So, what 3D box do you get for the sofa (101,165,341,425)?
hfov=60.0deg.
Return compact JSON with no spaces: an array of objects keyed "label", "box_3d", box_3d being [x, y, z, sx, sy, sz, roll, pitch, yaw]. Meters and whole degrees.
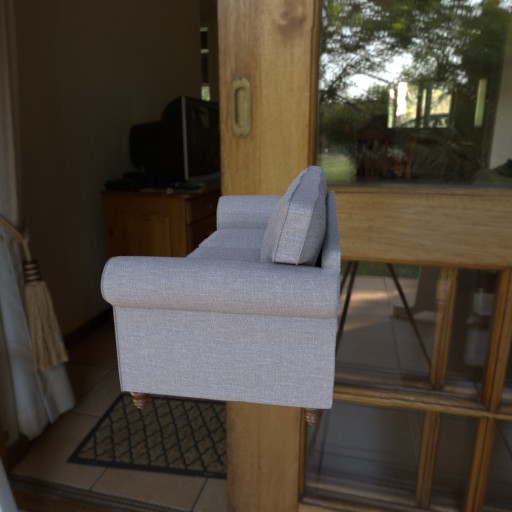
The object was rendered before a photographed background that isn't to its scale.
[{"label":"sofa","box_3d":[0.000,0.000,2.628,0.916,0.961,2.084,2,15,9]}]
